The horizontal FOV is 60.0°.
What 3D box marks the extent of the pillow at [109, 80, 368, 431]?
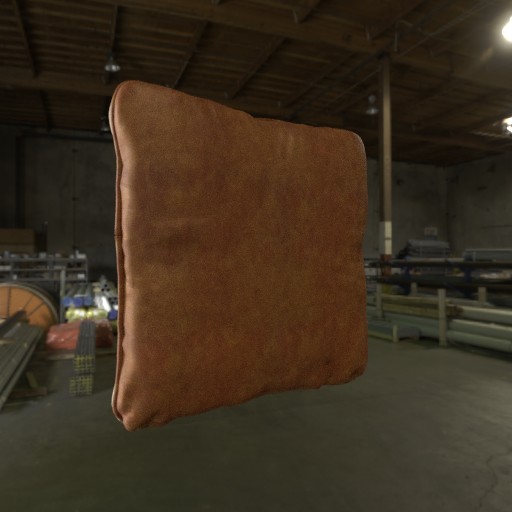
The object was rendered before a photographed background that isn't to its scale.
[{"bbox_3d":[0.000,0.000,0.744,0.489,0.490,0.130,0,-1,-35],"label":"pillow"}]
